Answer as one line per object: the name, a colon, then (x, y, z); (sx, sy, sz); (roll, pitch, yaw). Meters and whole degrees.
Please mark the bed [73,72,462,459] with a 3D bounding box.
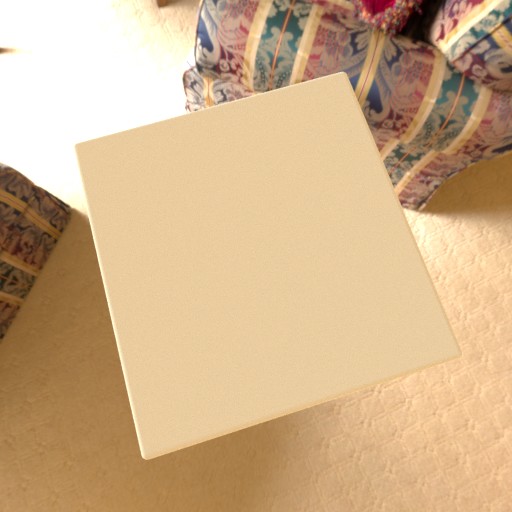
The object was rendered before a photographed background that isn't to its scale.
bed: (0.000, 0.000, 3.045); (1.930, 0.616, 2.049); (-16, 76, -4)
